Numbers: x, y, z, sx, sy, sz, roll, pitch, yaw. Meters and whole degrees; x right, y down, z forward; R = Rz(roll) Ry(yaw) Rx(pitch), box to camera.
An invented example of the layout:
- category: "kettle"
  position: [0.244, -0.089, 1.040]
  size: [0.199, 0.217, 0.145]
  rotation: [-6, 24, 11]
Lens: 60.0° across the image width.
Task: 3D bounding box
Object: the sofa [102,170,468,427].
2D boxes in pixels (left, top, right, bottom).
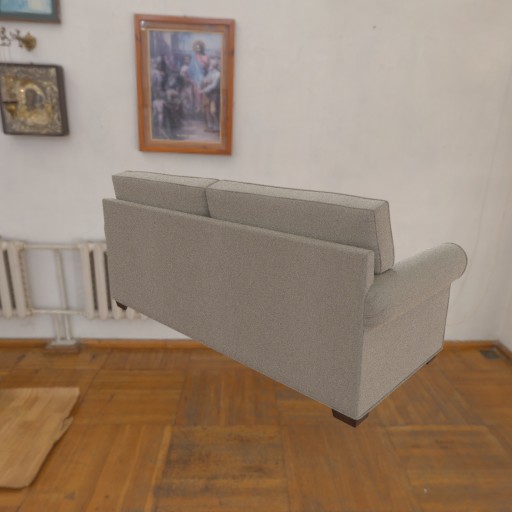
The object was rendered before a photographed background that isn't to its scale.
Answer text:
- category: "sofa"
  position: [0.000, 0.000, 2.677]
  size: [2.146, 0.962, 0.901]
  rotation: [15, 21, 42]
